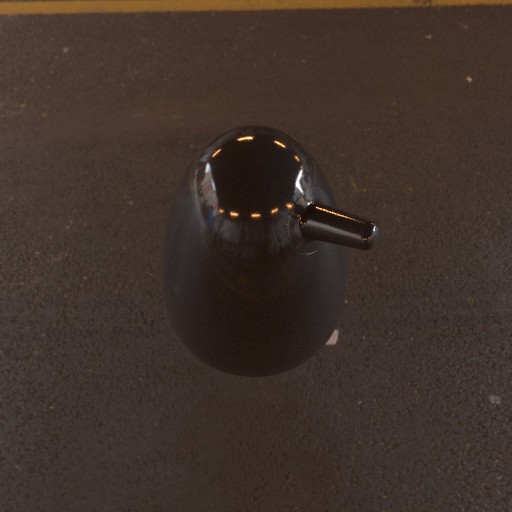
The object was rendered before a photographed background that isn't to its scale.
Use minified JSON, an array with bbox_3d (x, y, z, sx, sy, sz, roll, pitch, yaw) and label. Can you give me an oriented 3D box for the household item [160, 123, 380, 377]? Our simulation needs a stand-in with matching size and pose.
[{"bbox_3d":[0.000,0.000,0.222,0.104,0.152,0.102,33,65,17],"label":"household item"}]
